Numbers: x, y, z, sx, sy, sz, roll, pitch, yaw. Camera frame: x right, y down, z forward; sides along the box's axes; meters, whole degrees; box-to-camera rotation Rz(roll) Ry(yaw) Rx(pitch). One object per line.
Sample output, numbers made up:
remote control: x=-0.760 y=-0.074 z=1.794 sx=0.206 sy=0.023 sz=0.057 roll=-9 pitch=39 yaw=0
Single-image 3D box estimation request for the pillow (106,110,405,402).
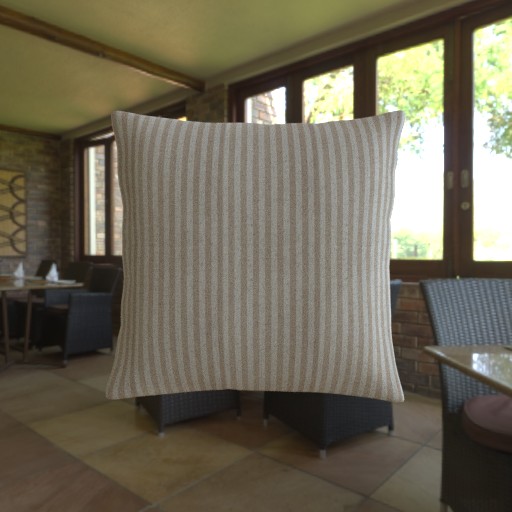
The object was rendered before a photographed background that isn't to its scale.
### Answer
pillow: x=0.000 y=0.000 z=0.777 sx=0.523 sy=0.510 sz=0.166 roll=0 pitch=1 yaw=0
